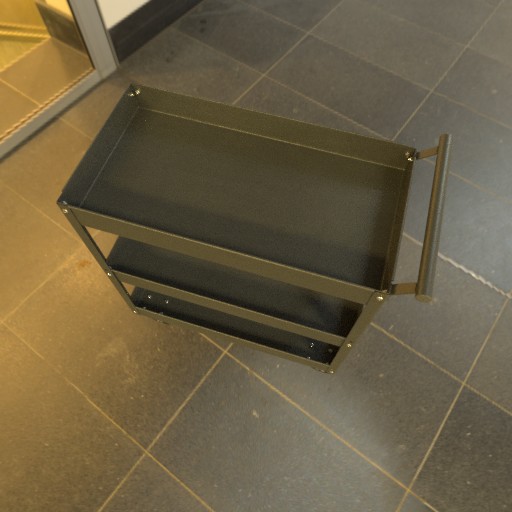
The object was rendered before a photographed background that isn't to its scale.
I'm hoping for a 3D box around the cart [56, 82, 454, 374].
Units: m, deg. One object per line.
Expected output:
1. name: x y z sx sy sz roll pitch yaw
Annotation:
1. cart: 0.000 0.000 1.195 0.719 0.780 0.366 15 63 8
